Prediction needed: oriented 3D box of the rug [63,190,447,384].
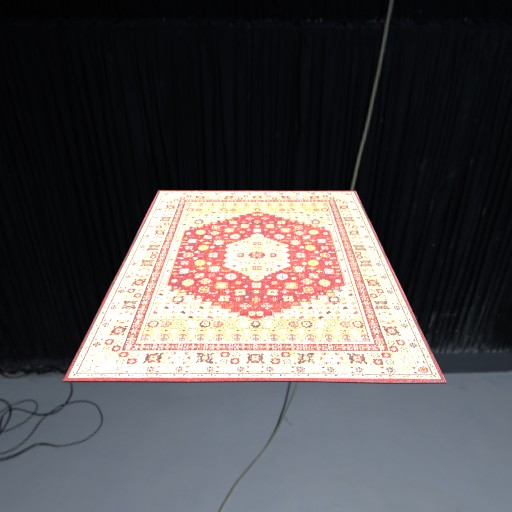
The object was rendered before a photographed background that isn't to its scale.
[{"bbox_3d":[0.000,0.000,4.056,2.387,0.013,3.053,0,31,0],"label":"rug"}]
